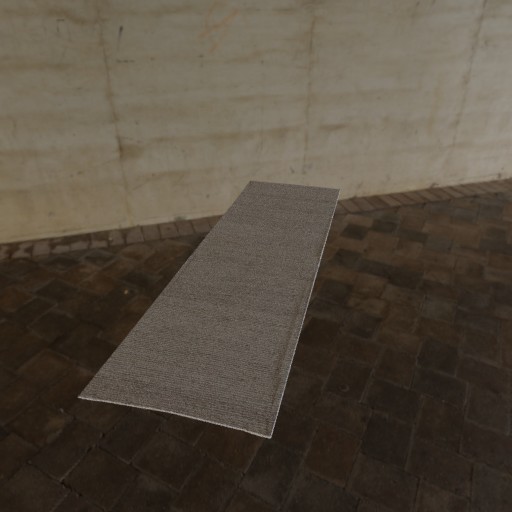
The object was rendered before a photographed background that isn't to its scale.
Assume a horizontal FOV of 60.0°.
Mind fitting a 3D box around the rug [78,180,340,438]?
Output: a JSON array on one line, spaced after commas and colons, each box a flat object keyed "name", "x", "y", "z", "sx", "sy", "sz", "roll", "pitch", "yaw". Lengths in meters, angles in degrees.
[{"name": "rug", "x": 0.000, "y": 0.000, "z": 2.577, "sx": 0.741, "sy": 0.014, "sz": 2.390, "roll": 8, "pitch": 31, "yaw": 13}]
